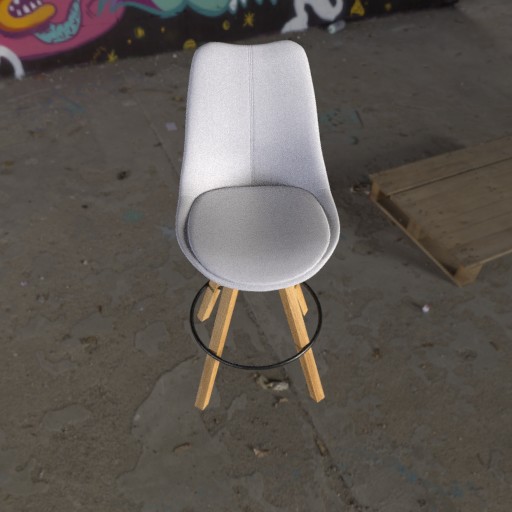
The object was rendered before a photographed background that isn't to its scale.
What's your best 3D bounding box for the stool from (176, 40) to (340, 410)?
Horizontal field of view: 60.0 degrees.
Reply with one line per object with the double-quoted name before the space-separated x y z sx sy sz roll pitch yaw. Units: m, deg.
"stool" 0.000 0.000 1.406 0.484 1.115 0.550 -3 45 -3
